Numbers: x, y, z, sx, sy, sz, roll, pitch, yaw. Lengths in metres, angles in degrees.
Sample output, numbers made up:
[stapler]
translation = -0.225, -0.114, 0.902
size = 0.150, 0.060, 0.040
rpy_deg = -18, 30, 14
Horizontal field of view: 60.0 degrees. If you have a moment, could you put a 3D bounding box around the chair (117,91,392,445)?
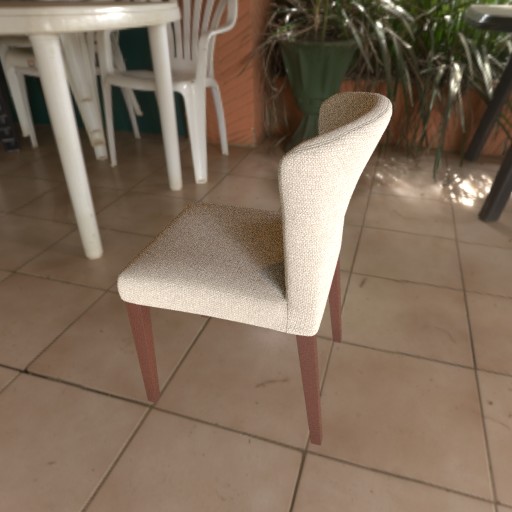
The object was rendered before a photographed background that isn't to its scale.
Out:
[chair]
translation = 0.000, 0.000, 1.199
size = 0.589, 0.839, 0.491
rpy_deg = 9, 32, 14
